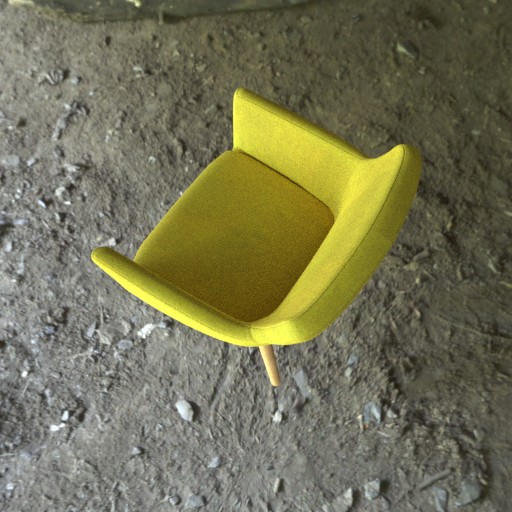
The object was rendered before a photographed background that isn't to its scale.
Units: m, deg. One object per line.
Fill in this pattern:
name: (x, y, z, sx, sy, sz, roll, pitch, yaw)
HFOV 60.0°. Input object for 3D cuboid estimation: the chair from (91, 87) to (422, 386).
chair: (0.000, 0.000, 1.183, 0.570, 0.780, 0.570, 30, 69, 13)
